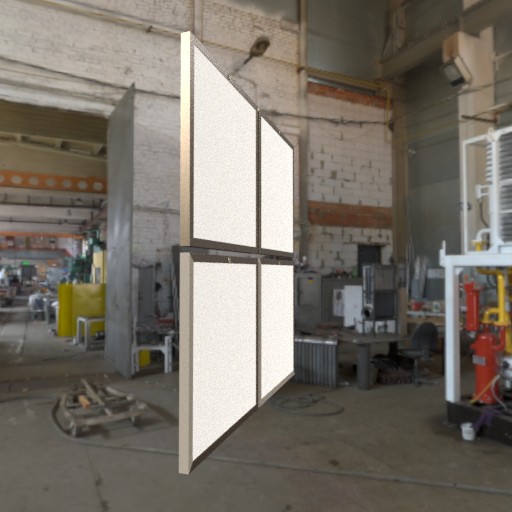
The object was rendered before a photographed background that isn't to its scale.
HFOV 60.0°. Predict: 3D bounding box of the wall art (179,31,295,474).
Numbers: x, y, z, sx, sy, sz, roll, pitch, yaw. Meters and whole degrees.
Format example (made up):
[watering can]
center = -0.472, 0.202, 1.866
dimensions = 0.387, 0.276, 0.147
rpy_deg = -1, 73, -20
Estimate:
[wall art]
center = 0.000, 0.000, 1.521
dimensions = 0.030, 1.032, 1.032
rpy_deg = -1, -2, 19
